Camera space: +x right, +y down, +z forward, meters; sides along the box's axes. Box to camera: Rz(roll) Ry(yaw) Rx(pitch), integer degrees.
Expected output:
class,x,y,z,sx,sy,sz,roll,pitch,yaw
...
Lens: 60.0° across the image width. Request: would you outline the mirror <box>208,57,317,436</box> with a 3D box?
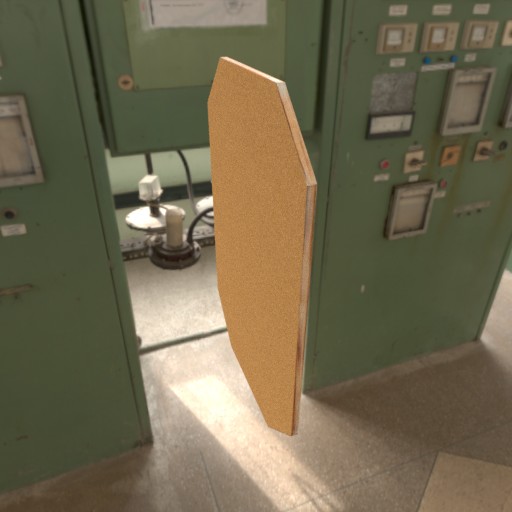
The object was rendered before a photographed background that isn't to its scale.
class,x,y,z,sx,sy,sz,roll,pitch,yaw
mirror,0.000,0.000,1.281,0.061,1.015,0.709,-11,33,-17
